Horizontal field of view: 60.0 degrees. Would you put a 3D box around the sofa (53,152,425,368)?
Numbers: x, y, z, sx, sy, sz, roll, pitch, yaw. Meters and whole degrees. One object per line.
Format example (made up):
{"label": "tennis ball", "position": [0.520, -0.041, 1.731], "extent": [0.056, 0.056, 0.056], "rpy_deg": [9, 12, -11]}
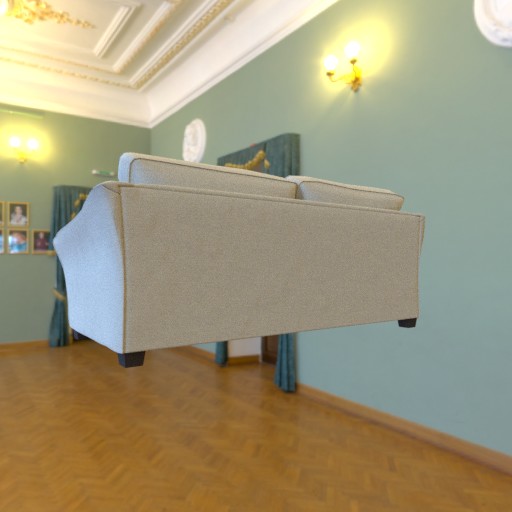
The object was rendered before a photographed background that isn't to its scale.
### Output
{"label": "sofa", "position": [0.000, 0.000, 2.818], "extent": [2.270, 0.965, 0.980], "rpy_deg": [1, -1, -36]}
